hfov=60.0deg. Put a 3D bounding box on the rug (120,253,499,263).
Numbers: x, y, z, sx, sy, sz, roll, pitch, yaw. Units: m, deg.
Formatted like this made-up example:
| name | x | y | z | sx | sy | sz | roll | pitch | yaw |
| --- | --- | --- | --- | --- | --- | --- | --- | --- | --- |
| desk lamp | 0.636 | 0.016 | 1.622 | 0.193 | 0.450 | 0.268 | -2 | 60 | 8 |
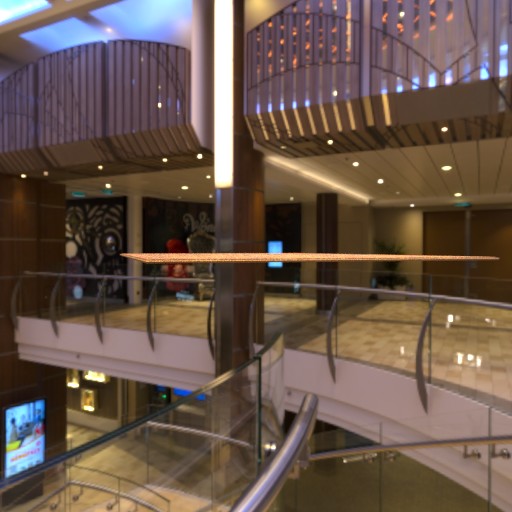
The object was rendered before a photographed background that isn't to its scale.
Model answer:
| name | x | y | z | sx | sy | sz | roll | pitch | yaw |
| --- | --- | --- | --- | --- | --- | --- | --- | --- | --- |
| rug | 0.000 | 0.000 | 3.655 | 2.043 | 0.019 | 2.916 | 0 | 1 | -19 |
